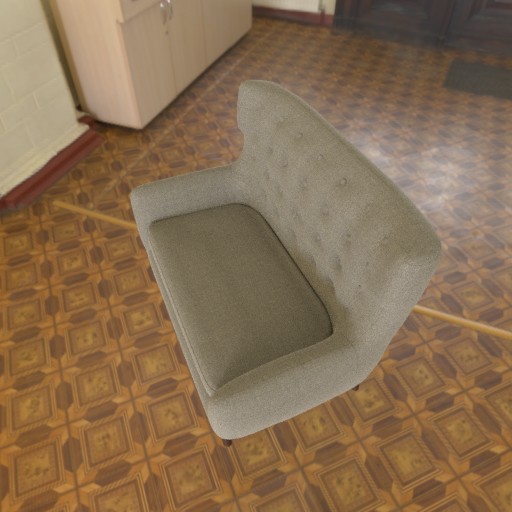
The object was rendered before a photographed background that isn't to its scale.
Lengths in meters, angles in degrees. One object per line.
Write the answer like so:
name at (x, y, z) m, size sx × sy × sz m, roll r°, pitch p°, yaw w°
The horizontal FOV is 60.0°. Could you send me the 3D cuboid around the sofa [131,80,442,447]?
sofa at (0.000, 0.000, 2.032) m, size 0.884 × 1.028 × 1.386 m, roll -17°, pitch 48°, yaw -16°
